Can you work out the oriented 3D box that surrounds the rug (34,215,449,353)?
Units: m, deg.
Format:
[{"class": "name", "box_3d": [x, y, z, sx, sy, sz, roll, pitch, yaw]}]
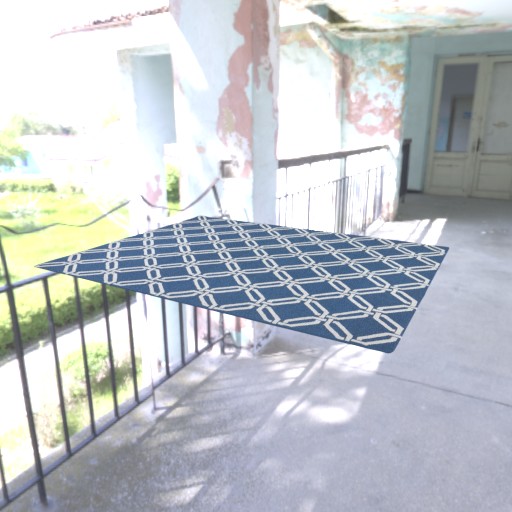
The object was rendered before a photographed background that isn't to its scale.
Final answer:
[{"class": "rug", "box_3d": [0.000, 0.000, 3.851, 2.867, 0.020, 2.277, 9, 19, 28]}]
